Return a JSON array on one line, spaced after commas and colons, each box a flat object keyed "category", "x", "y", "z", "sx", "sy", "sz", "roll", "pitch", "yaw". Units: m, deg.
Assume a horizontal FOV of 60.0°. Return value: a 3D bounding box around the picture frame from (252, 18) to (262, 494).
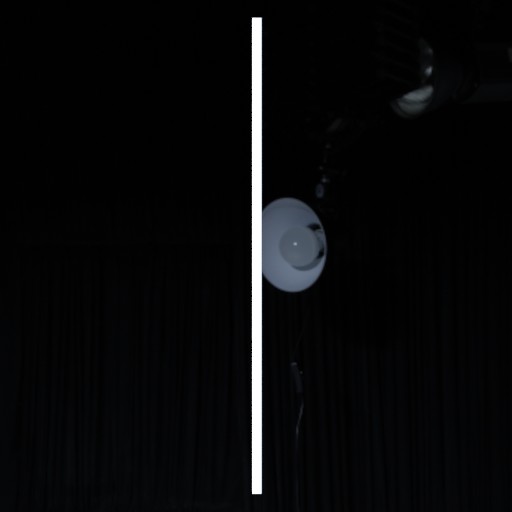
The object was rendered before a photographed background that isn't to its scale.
[{"category": "picture frame", "x": 0.000, "y": 0.000, "z": 0.841, "sx": 0.013, "sy": 0.657, "sz": 0.457, "roll": 0, "pitch": 0, "yaw": 0}]
